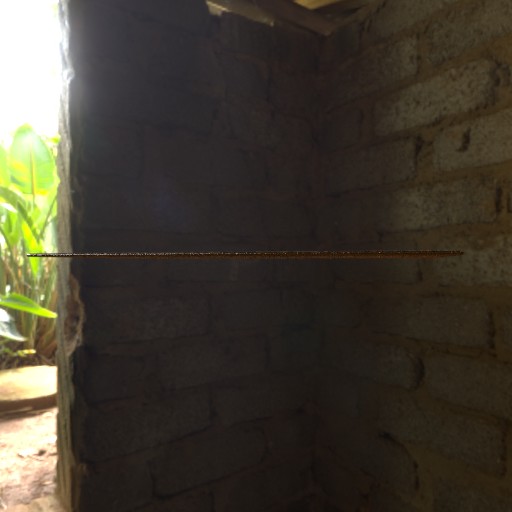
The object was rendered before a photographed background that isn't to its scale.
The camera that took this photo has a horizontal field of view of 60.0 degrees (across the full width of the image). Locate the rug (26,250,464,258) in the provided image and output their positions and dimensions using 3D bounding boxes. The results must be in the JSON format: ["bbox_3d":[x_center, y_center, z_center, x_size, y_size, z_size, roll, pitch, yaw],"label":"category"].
[{"bbox_3d":[0.000,0.000,1.087,0.863,0.008,0.557,0,-1,18],"label":"rug"}]
